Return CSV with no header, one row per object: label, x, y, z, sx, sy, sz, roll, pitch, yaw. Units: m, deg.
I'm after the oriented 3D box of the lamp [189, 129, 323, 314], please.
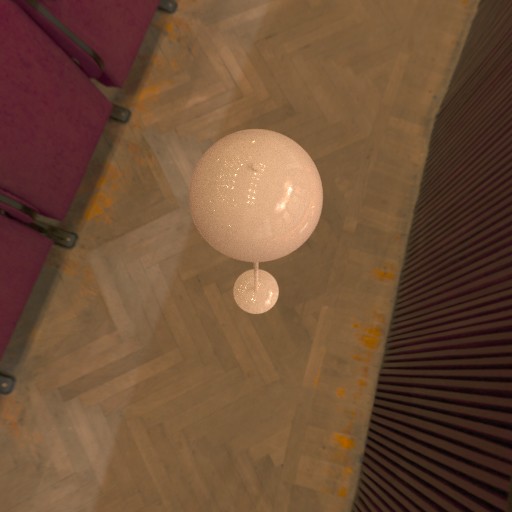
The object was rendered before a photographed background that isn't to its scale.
lamp,0.000,0.000,1.644,0.328,1.480,0.328,17,76,4
